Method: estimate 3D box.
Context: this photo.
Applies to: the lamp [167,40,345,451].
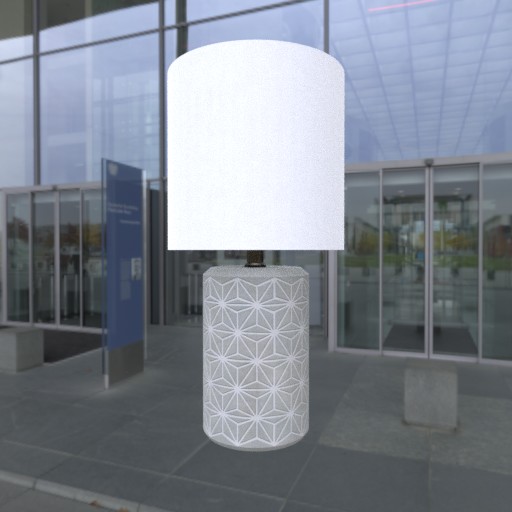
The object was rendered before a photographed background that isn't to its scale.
[{"bbox_3d":[0.000,0.000,0.529,0.206,0.416,0.206,1,1,36],"label":"lamp"}]
